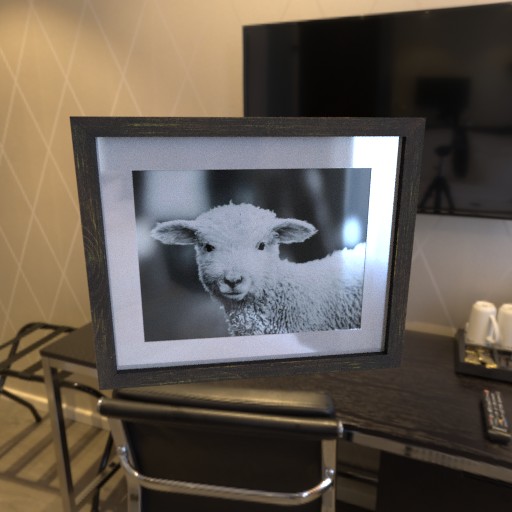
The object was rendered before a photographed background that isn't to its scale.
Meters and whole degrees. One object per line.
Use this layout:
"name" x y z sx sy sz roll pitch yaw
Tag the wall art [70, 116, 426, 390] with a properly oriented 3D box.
"wall art" 0.000 0.000 0.766 0.558 0.457 0.032 -2 16 -8
